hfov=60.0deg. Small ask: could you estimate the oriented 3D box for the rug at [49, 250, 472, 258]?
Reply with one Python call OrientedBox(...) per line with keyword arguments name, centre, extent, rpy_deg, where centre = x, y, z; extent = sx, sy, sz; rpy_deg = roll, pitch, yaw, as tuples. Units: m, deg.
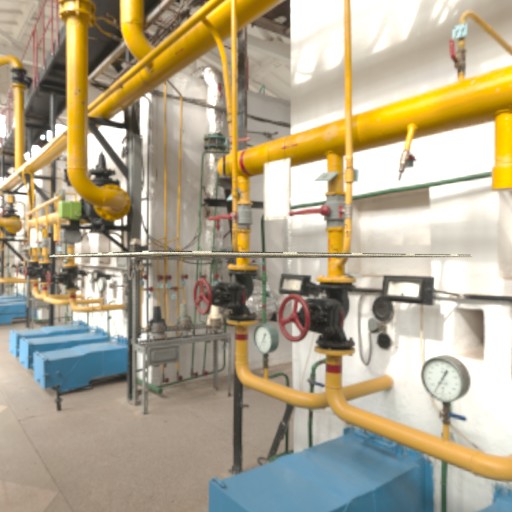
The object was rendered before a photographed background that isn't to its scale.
OrientedBox(name="rug", centre=(0.000, 0.000, 4.102), extent=(3.049, 0.021, 2.466), rpy_deg=(0, -1, -36))
